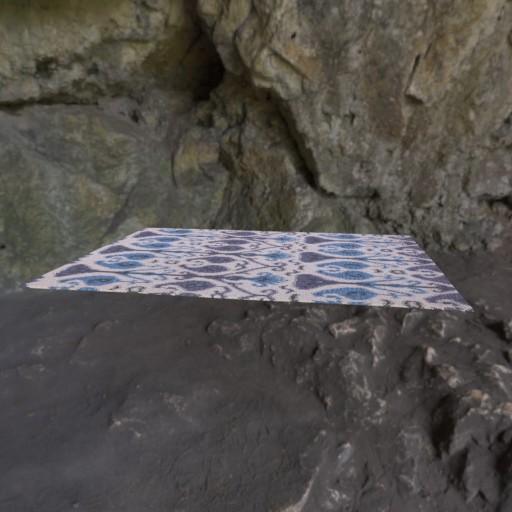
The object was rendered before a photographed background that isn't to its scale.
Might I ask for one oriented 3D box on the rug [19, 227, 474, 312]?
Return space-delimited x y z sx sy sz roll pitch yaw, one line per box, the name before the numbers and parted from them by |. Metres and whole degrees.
rug | 0.000 0.000 2.956 2.261 0.013 1.676 2 14 9
